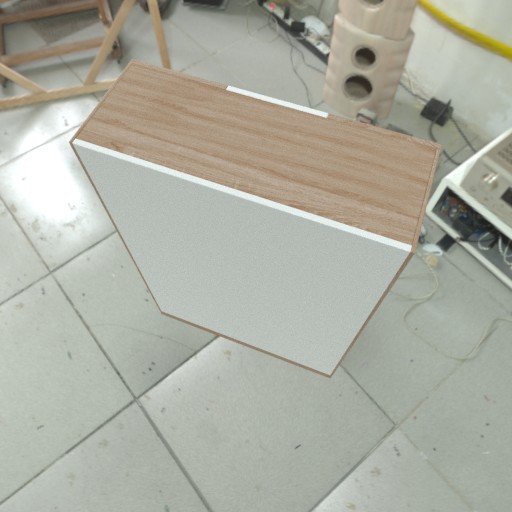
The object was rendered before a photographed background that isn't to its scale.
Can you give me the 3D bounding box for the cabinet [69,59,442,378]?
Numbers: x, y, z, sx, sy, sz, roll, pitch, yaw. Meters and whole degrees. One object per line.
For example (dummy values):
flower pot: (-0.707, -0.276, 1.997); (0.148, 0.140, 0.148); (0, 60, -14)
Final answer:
cabinet: (0.000, 0.000, 2.844); (1.500, 2.120, 0.590); (19, 64, 10)
